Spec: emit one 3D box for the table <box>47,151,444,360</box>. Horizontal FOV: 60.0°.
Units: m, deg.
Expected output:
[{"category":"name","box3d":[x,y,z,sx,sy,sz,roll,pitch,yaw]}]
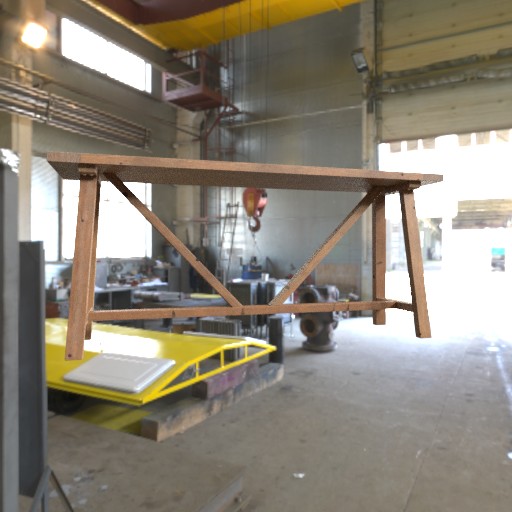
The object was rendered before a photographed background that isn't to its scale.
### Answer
[{"category":"table","box3d":[0.000,0.000,2.170,1.800,0.810,0.465,0,0,-16]}]
